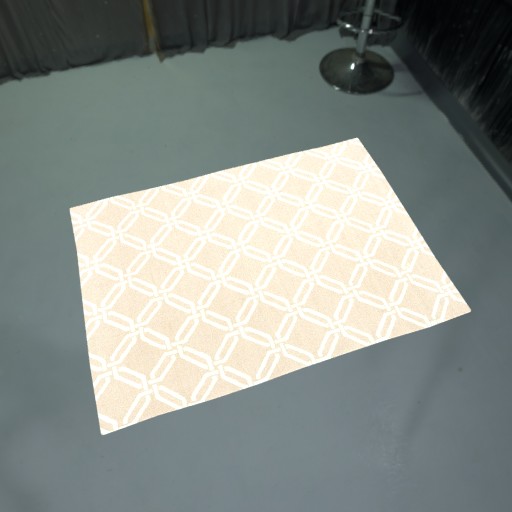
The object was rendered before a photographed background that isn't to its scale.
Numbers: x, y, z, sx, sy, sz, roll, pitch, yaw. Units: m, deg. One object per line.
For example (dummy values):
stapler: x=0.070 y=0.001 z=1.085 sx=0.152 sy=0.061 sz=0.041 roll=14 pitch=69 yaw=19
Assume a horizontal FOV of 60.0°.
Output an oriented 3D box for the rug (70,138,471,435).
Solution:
rug: x=0.000 y=0.000 z=2.756 sx=2.135 sy=0.013 sz=1.524 roll=-16 pitch=59 yaw=-10
